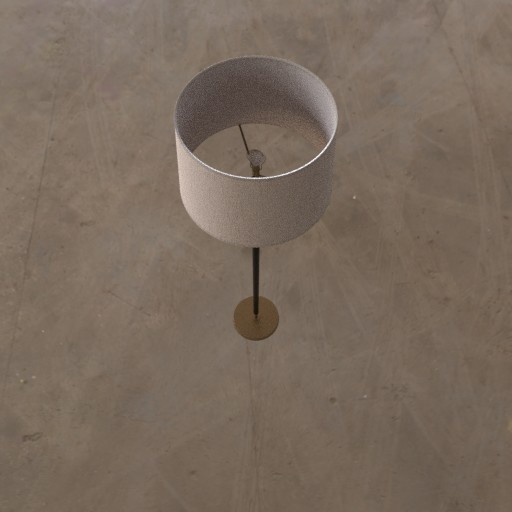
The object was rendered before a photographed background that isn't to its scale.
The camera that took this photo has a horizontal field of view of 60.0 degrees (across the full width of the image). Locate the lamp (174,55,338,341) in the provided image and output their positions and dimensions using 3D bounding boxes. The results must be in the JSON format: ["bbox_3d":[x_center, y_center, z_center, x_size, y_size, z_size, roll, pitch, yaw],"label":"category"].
[{"bbox_3d":[0.000,0.000,1.644,0.420,1.447,0.420,0,63,0],"label":"lamp"}]
